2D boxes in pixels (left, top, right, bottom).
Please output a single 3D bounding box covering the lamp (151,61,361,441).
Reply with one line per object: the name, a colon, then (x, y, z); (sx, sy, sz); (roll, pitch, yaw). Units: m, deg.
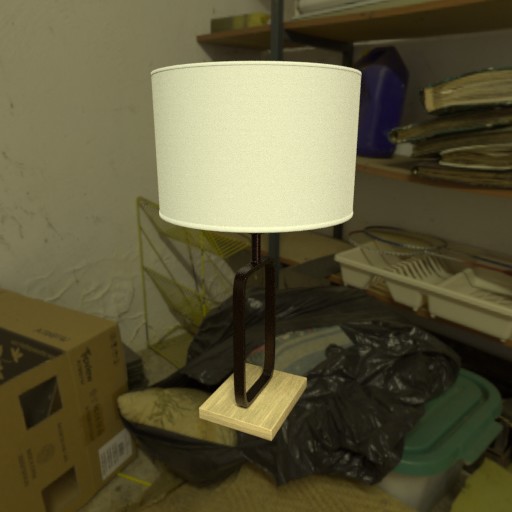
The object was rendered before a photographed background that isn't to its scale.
lamp: (0.000, 0.000, 0.671); (0.279, 0.508, 0.279); (8, 18, 24)
